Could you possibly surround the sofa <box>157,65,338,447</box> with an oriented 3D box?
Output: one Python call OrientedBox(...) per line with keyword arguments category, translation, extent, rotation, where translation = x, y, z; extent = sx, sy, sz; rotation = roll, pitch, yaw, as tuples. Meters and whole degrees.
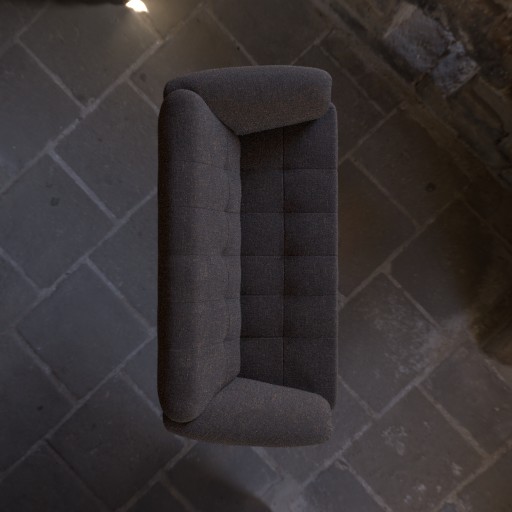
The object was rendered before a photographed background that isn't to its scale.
OrientedBox(category="sofa", translation=(0.000, 0.000, 2.334), extent=(0.887, 0.790, 1.849), rotation=(0, 89, 0))
